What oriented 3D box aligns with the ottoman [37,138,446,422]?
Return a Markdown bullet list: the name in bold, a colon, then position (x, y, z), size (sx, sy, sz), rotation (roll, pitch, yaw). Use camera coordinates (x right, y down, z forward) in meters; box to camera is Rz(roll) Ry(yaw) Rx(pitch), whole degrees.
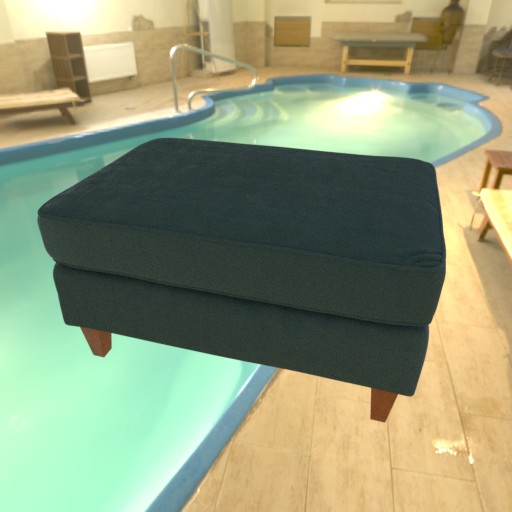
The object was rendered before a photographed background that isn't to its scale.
- **ottoman**: position (0.000, 0.000, 1.182), size (0.862, 0.484, 0.583), rotation (9, 32, 14)
